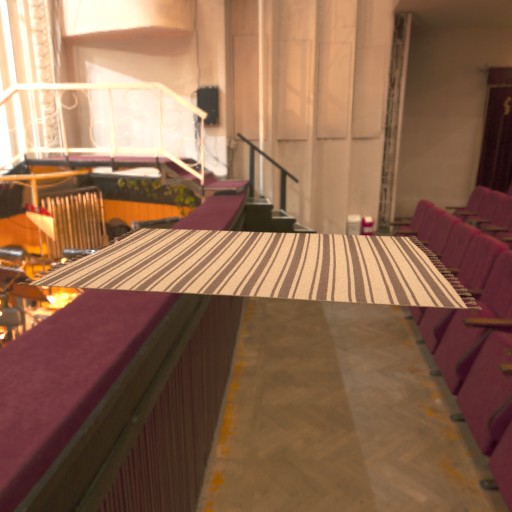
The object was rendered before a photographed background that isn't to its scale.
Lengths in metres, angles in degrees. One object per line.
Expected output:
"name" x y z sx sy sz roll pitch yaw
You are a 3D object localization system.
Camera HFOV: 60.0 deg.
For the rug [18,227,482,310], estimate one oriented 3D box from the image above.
"rug" 0.000 0.000 3.785 3.040 0.017 2.030 2 15 9
